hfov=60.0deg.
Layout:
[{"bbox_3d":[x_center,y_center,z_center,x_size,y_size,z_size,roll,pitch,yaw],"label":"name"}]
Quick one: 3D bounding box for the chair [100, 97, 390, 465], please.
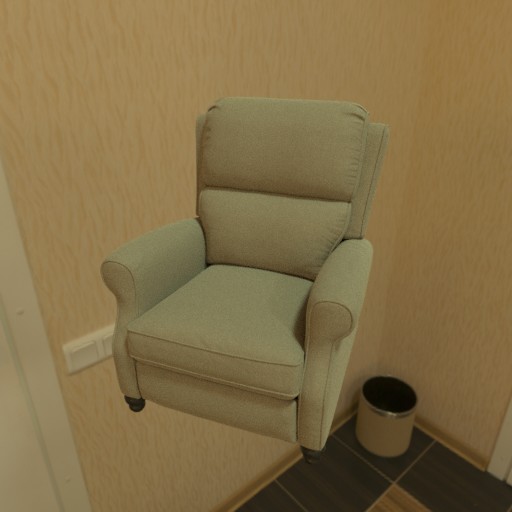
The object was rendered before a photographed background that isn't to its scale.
[{"bbox_3d":[0.000,0.000,1.676,0.859,1.046,0.919,9,28,18],"label":"chair"}]
